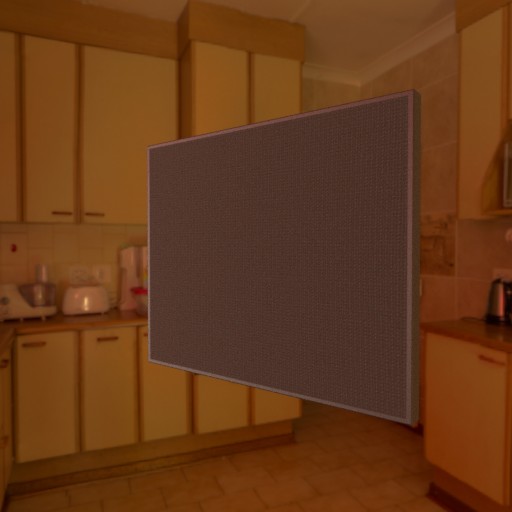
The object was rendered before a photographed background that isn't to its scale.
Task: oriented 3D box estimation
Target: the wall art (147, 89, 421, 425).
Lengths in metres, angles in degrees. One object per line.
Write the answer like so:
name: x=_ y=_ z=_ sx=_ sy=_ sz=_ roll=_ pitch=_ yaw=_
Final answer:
wall art: x=0.000 y=0.000 z=0.782 sx=0.559 sy=0.458 sz=0.029 roll=1 pitch=1 yaw=37
